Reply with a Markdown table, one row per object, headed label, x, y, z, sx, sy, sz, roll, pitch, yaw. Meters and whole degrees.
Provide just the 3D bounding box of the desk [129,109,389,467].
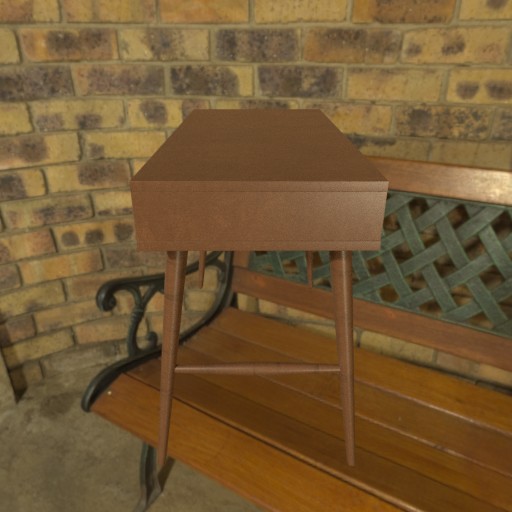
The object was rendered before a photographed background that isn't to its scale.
| label | x | y | z | sx | sy | sz | roll | pitch | yaw |
| --- | --- | --- | --- | --- | --- | --- | --- | --- | --- |
| desk | 0.000 | 0.000 | 1.391 | 0.510 | 0.758 | 0.949 | 0 | 26 | 0 |
